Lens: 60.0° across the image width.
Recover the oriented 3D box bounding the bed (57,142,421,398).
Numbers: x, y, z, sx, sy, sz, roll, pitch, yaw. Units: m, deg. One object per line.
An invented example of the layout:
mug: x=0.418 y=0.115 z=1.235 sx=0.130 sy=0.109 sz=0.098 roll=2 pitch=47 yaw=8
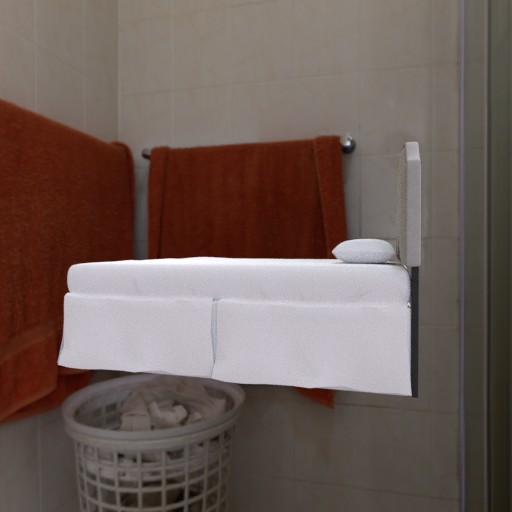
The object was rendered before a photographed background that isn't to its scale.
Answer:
bed: x=0.000 y=0.000 z=2.997 sx=1.999 sy=1.270 sz=1.558 roll=0 pitch=1 yaw=17
